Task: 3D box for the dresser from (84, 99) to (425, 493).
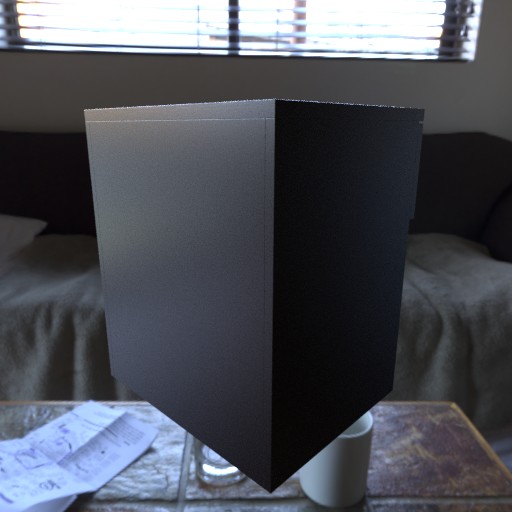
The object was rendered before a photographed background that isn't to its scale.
[{"bbox_3d":[0.000,0.000,0.749,0.400,0.470,0.360,15,22,42],"label":"dresser"}]
